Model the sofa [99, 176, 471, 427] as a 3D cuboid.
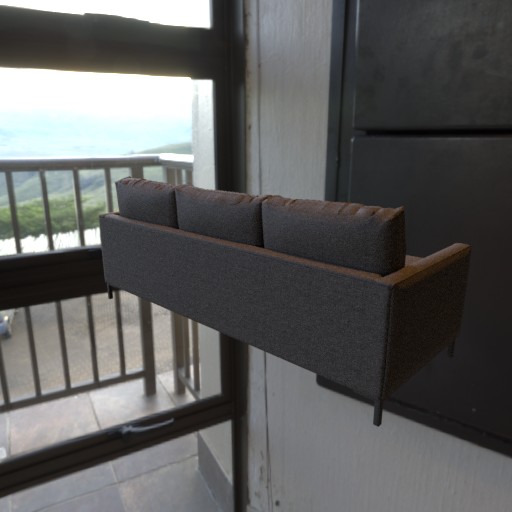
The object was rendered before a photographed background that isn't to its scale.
[{"bbox_3d":[0.000,0.000,2.720,2.253,0.882,0.876,14,20,41],"label":"sofa"}]
